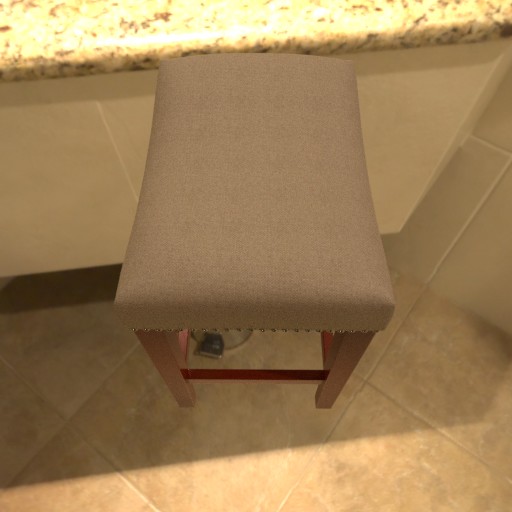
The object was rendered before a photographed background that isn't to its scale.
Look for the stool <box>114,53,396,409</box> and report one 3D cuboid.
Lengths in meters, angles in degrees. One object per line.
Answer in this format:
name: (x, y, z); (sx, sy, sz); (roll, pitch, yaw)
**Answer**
stool: (0.000, 0.000, 0.932); (0.375, 0.632, 0.509); (0, 59, 0)
